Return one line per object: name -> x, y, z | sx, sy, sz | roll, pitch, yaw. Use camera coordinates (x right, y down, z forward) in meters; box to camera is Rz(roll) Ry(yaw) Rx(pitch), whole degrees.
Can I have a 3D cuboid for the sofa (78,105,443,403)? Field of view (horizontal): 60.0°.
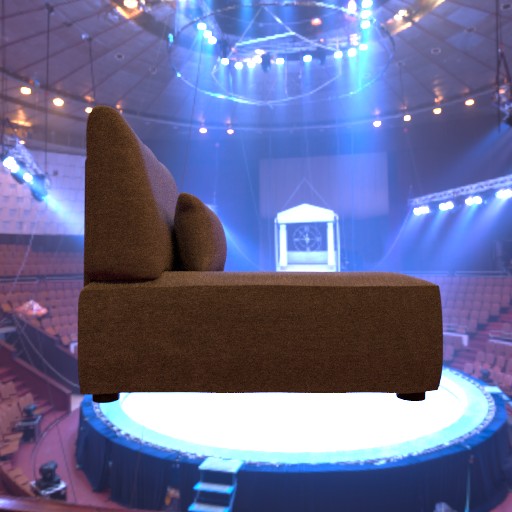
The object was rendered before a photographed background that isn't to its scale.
sofa -> 0.000, 0.000, 1.541 | 1.000, 0.820, 0.700 | 0, -2, 0
